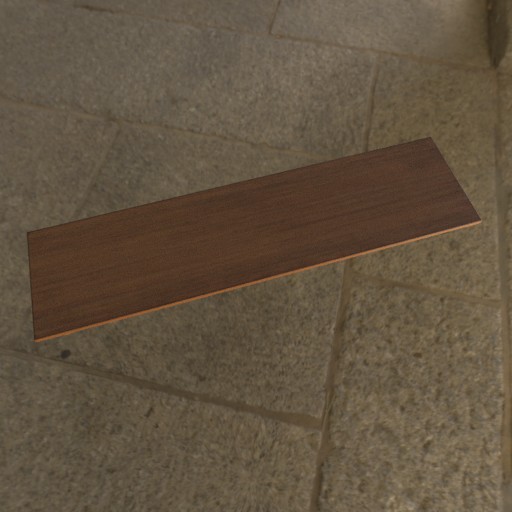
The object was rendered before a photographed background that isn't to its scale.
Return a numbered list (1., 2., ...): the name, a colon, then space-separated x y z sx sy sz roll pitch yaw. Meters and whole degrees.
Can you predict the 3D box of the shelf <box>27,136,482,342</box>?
1. shelf: 0.000 0.000 0.723 0.636 0.190 0.166 -15 64 -7
